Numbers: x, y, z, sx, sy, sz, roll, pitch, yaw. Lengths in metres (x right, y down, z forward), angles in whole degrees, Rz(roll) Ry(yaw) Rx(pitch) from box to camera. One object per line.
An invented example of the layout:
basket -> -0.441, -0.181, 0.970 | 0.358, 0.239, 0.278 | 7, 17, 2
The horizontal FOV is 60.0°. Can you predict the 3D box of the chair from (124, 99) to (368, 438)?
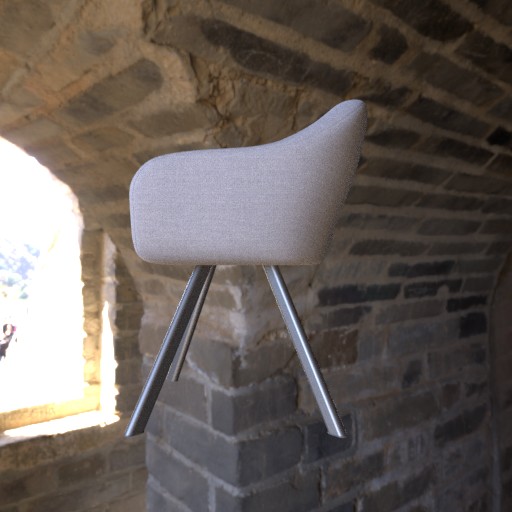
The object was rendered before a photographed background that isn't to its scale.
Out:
chair -> 0.000, 0.000, 1.183 | 0.570, 0.780, 0.540 | 0, 0, 0
